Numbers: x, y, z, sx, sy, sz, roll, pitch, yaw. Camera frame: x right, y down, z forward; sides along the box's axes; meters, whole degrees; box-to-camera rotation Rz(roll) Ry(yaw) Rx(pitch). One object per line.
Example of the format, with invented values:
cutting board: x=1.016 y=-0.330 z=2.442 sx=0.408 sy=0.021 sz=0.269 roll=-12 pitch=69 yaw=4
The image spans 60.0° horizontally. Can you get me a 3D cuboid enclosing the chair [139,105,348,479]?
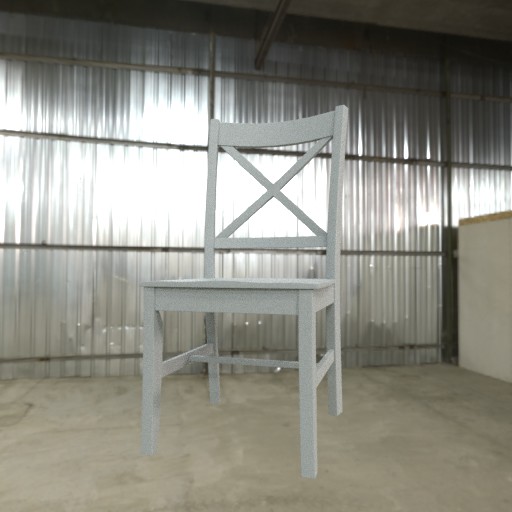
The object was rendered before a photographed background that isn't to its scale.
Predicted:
chair: x=0.000 y=0.000 z=1.285 sx=0.485 sy=0.983 sz=0.542 roll=0 pitch=-2 yaw=17
